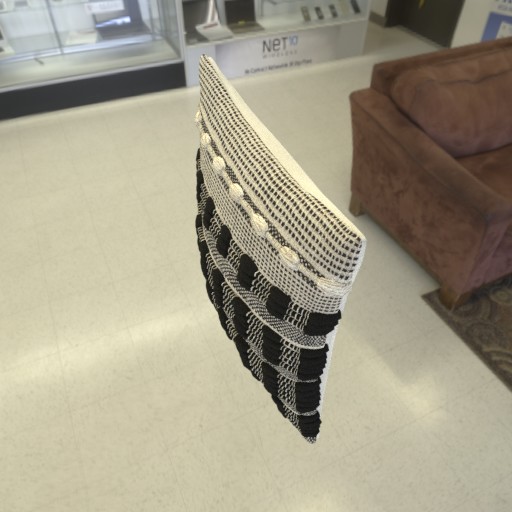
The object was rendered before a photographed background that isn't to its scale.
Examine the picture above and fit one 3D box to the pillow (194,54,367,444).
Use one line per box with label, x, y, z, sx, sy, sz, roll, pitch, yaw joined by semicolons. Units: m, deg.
pillow;0.000;0.000;0.664;0.156;0.438;0.436;-17;48;-16
